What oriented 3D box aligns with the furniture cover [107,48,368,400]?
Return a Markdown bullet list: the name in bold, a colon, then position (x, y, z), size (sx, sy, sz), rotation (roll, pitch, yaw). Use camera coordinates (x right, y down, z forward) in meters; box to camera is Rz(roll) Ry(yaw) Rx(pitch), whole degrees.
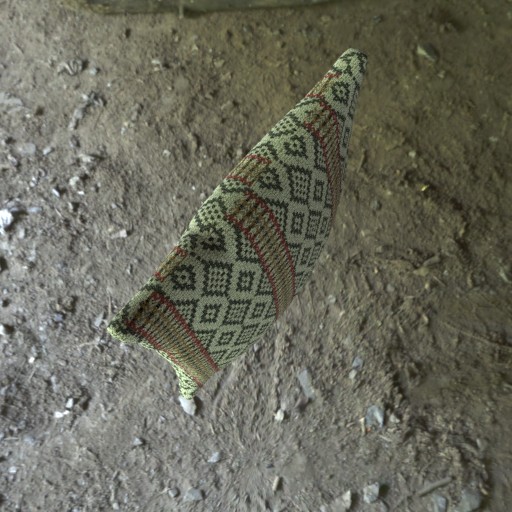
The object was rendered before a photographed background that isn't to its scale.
- **furniture cover**: position (0.000, 0.000, 0.763), size (0.182, 0.506, 0.503), rotation (33, 69, 14)
